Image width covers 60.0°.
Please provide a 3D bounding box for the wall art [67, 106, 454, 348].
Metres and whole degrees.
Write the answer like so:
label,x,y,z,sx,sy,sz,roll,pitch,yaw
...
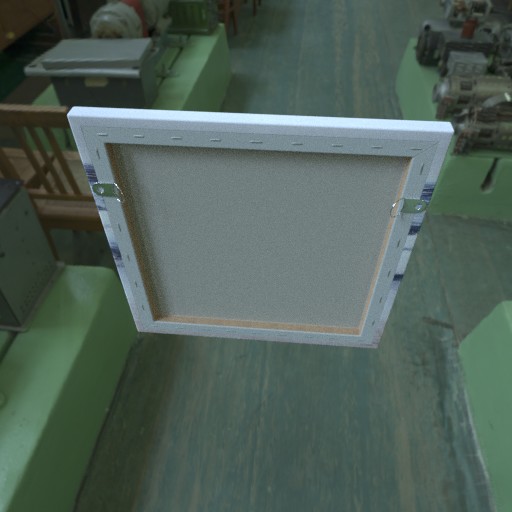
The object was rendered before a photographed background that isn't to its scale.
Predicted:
label,x,y,z,sx,sy,sz,roll,pitch,yaw
wall art,0.000,0.000,1.127,0.755,0.747,0.065,3,46,3
